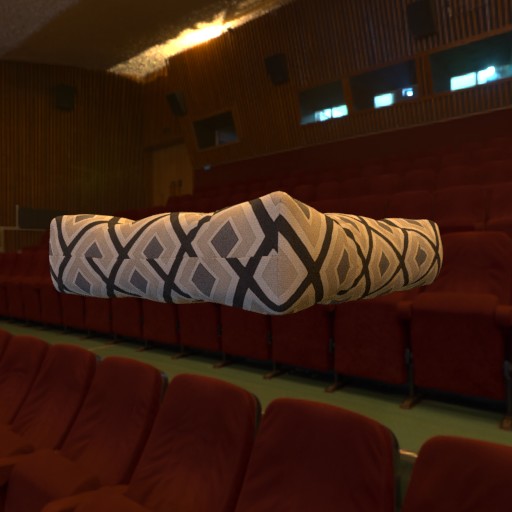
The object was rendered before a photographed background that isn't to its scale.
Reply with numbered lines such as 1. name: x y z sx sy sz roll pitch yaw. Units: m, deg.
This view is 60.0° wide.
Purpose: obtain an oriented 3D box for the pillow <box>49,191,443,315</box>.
1. pillow: 0.000 0.000 0.725 0.468 0.128 0.490 0 0 39
